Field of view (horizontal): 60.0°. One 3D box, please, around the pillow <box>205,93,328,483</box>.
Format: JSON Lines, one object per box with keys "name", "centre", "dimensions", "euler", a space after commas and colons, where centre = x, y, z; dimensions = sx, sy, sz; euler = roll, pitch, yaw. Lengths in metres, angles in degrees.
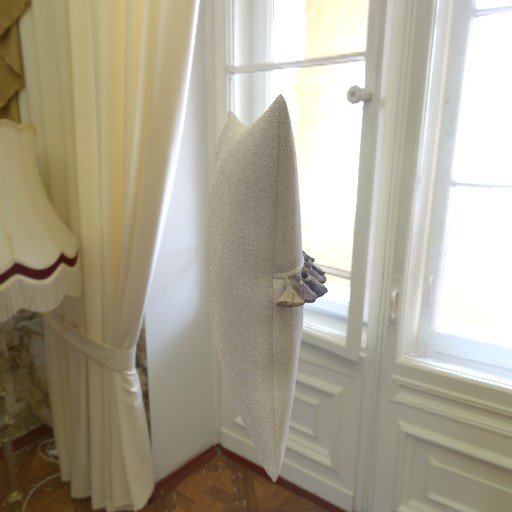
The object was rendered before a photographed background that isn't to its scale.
{"name": "pillow", "centre": [0.000, 0.000, 0.746], "dimensions": [0.165, 0.481, 0.489], "euler": [-3, 16, -9]}
